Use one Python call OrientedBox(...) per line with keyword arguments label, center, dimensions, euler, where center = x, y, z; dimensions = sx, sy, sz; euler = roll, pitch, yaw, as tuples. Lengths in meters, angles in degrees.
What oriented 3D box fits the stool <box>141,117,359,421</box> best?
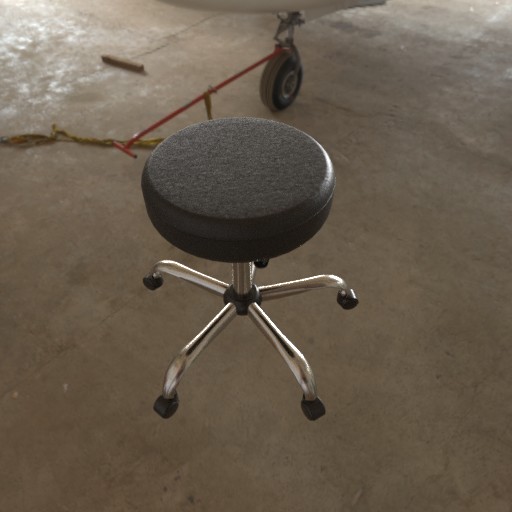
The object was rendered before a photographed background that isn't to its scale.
OrientedBox(label="stool", center=(0.000, 0.000, 1.123), dimensions=(0.638, 0.576, 0.673), euler=(-10, 47, -9))
